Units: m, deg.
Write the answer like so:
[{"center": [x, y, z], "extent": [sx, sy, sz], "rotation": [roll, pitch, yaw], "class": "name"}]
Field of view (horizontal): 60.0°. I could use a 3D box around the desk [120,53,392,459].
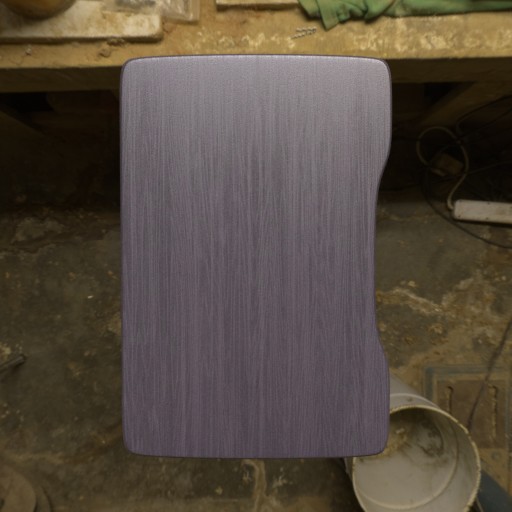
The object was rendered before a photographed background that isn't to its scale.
[{"center": [0.000, 0.000, 1.122], "extent": [0.546, 0.470, 0.820], "rotation": [0, 91, 0], "class": "desk"}]
